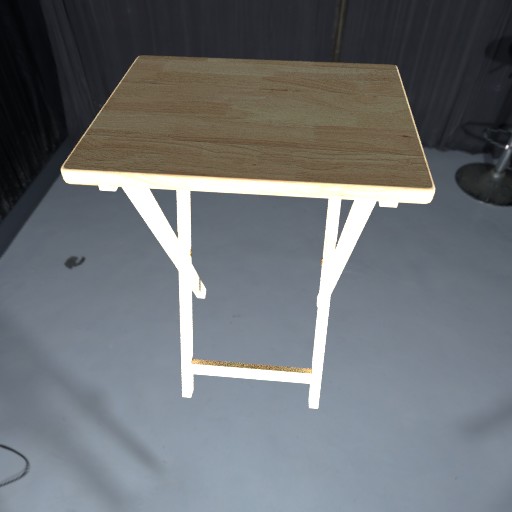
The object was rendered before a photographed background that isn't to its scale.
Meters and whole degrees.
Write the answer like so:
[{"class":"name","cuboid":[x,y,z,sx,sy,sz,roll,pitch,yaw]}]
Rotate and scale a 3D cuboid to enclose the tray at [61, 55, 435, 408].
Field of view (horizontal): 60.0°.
[{"class":"tray","cuboid":[0.000,0.000,0.928,0.483,0.660,0.381,4,46,4]}]
